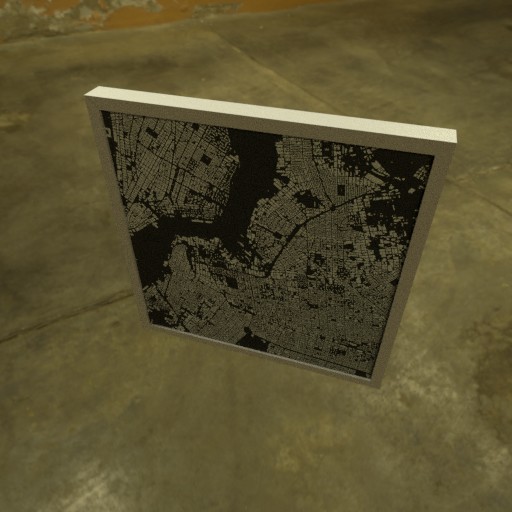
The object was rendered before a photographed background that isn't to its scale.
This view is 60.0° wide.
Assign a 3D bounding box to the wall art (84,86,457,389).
[{"bbox_3d":[0.000,0.000,0.754,0.506,0.506,0.038,12,42,13],"label":"wall art"}]
